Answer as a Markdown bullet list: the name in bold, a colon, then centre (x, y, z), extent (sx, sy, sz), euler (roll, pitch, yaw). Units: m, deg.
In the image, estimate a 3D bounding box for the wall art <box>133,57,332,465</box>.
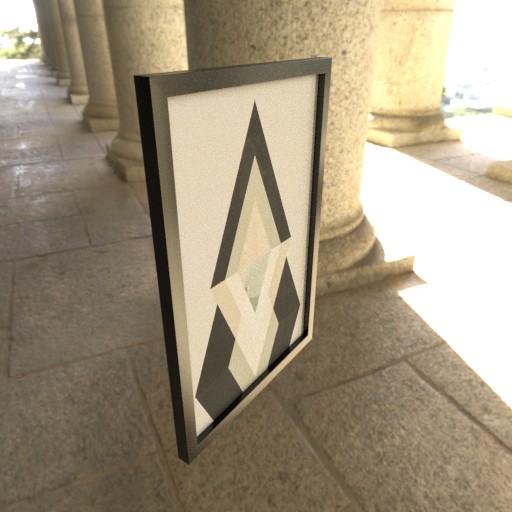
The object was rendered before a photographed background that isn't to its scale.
- **wall art**: centre (0.000, 0.000, 0.572), extent (0.019, 0.455, 0.314), euler (18, 32, 31)
